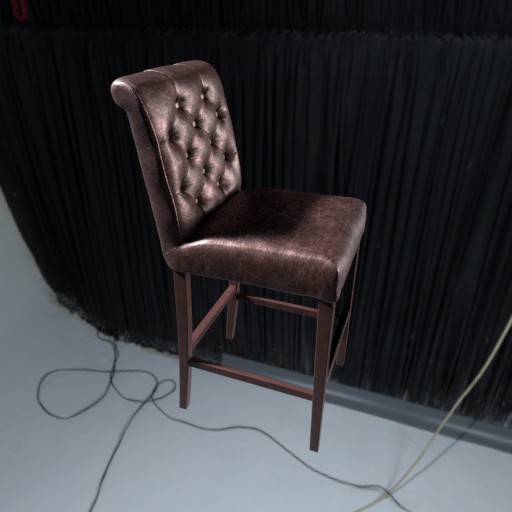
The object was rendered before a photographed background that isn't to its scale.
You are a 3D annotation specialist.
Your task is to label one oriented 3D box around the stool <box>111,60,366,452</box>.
[{"bbox_3d":[0.000,0.000,1.504,0.659,1.168,0.483,11,31,18],"label":"stool"}]
